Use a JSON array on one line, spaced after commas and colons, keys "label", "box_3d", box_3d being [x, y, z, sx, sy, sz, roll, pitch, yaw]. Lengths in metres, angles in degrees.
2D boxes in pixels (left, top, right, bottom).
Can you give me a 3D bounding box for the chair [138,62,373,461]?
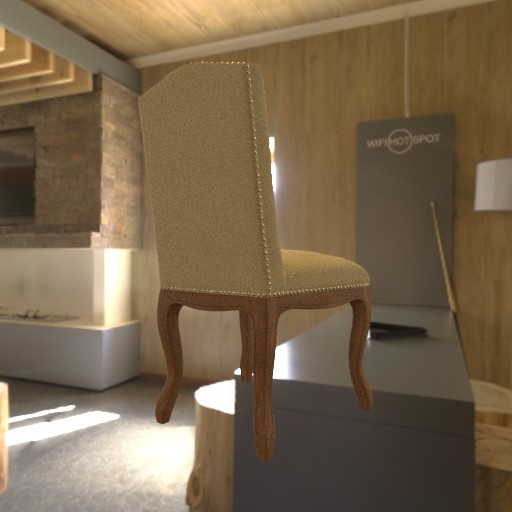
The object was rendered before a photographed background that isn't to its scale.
[{"label": "chair", "box_3d": [0.000, 0.000, 1.611, 0.623, 1.165, 0.715, 1, 1, 37]}]
